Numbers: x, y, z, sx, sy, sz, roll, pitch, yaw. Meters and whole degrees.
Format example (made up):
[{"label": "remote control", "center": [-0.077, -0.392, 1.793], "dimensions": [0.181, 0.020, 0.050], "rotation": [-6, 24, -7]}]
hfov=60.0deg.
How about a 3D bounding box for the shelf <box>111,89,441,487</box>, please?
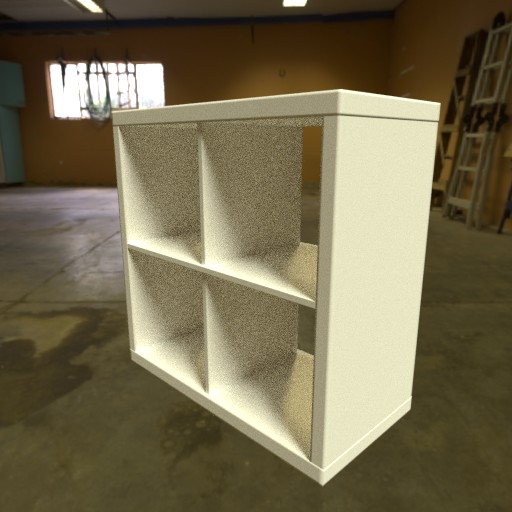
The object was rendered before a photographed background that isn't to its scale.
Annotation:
[{"label": "shelf", "center": [0.000, 0.000, 1.237], "dimensions": [0.390, 0.786, 0.790], "rotation": [-14, 20, -43]}]
